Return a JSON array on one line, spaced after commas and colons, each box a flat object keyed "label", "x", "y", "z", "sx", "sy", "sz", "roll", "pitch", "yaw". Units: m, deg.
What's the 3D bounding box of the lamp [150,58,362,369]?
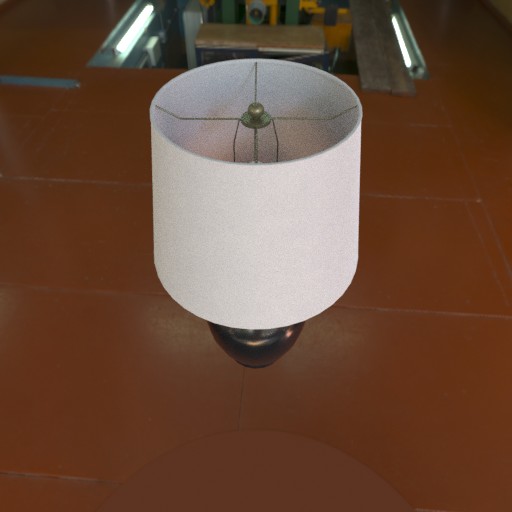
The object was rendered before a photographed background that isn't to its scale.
[{"label": "lamp", "x": 0.000, "y": 0.000, "z": 0.542, "sx": 0.239, "sy": 0.399, "sz": 0.239, "roll": 0, "pitch": 47, "yaw": 0}]
